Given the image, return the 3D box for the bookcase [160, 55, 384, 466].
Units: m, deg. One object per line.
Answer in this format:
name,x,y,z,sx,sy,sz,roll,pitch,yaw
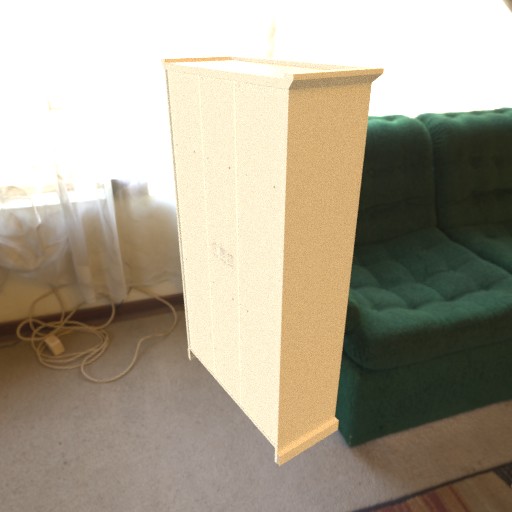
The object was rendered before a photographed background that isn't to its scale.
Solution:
bookcase,0.000,0.000,2.344,0.432,1.880,1.050,-17,32,-30
